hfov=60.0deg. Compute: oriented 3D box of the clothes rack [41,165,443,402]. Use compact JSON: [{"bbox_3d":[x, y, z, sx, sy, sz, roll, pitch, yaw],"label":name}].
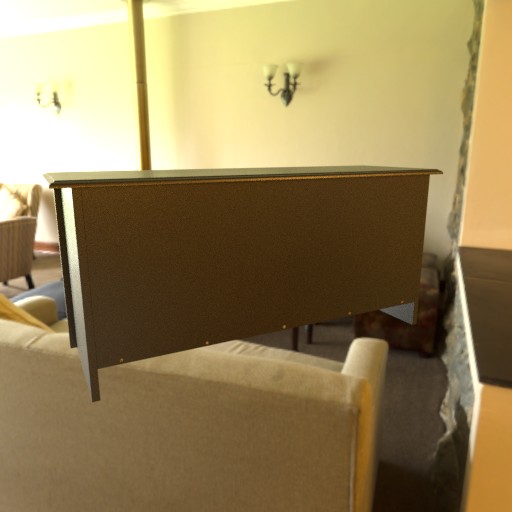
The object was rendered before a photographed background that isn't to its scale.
[{"bbox_3d":[0.000,0.000,1.469,1.219,0.556,0.406,-7,15,-26],"label":"clothes rack"}]
